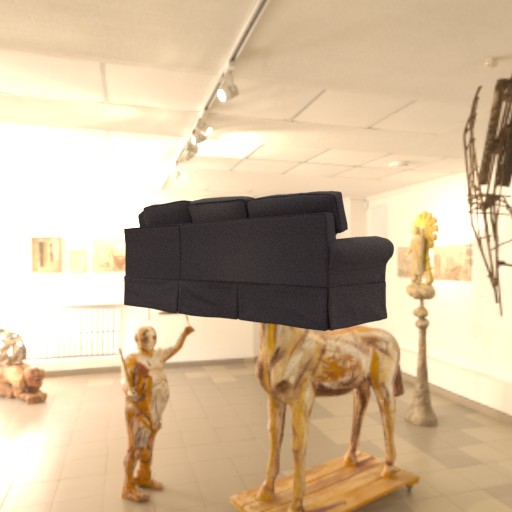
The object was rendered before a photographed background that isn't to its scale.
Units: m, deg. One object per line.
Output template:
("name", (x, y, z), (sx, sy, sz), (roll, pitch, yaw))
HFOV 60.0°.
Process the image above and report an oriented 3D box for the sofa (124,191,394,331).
("sofa", (0.000, 0.000, 5.030), (2.874, 1.169, 3.773), (0, 0, -17))
